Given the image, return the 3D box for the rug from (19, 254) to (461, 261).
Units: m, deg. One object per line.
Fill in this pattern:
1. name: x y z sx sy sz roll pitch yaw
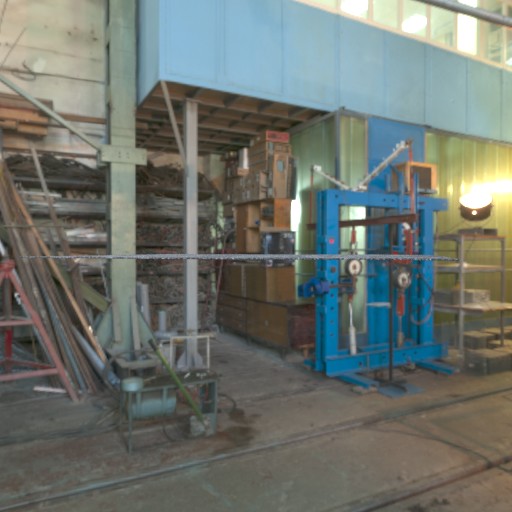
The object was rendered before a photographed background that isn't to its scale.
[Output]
1. rug: 0.000 0.000 5.265 4.093 0.020 2.997 0 1 17
